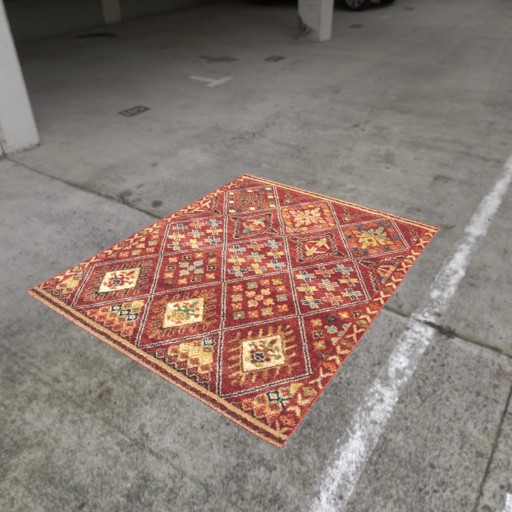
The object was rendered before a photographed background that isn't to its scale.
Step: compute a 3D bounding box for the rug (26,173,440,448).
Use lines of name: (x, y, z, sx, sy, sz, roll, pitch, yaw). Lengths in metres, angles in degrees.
rug: (0.000, 0.000, 4.105, 2.489, 0.030, 3.086, 21, 38, 29)
